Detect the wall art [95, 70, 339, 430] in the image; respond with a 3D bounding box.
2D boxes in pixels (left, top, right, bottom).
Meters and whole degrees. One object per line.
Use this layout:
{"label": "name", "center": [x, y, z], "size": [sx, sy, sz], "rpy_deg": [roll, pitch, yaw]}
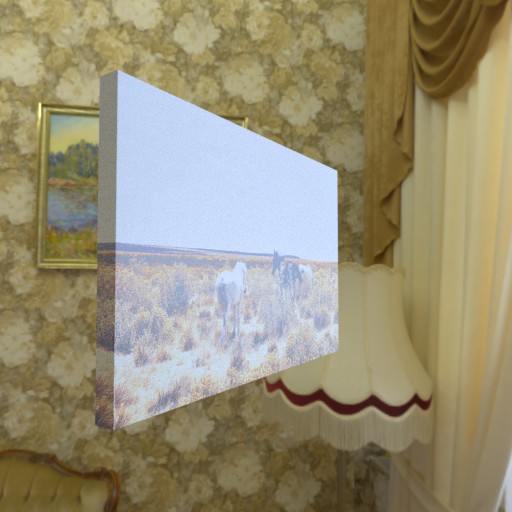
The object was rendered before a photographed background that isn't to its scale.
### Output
{"label": "wall art", "center": [0.000, 0.000, 1.138], "size": [0.050, 0.610, 0.914], "rpy_deg": [-1, -3, 34]}
